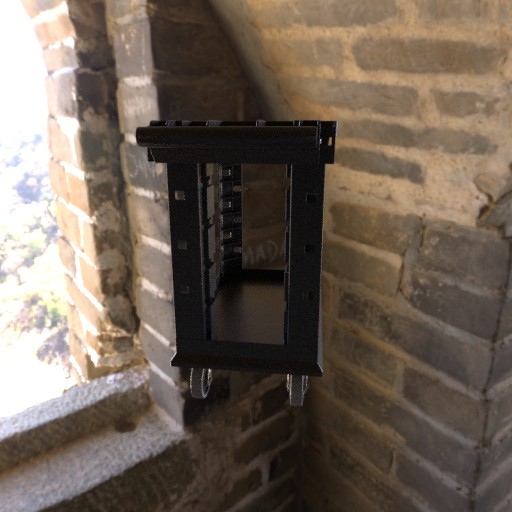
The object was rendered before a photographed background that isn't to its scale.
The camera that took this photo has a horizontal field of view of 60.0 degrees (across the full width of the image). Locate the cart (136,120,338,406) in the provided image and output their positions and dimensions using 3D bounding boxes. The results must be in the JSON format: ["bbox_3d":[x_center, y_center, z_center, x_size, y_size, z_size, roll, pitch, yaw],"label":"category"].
[{"bbox_3d":[0.000,0.000,1.534,0.497,0.884,1.061,2,16,7],"label":"cart"}]
